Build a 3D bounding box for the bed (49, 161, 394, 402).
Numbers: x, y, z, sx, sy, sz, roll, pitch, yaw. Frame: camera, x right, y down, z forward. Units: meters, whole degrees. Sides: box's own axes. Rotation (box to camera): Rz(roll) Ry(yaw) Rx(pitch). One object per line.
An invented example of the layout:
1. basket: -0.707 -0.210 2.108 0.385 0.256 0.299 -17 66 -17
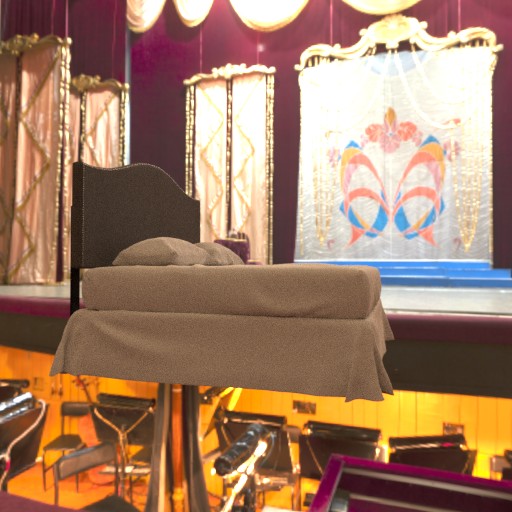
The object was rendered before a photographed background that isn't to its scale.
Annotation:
1. bed: 0.000 0.000 3.734 2.219 1.651 2.314 0 -1 17
